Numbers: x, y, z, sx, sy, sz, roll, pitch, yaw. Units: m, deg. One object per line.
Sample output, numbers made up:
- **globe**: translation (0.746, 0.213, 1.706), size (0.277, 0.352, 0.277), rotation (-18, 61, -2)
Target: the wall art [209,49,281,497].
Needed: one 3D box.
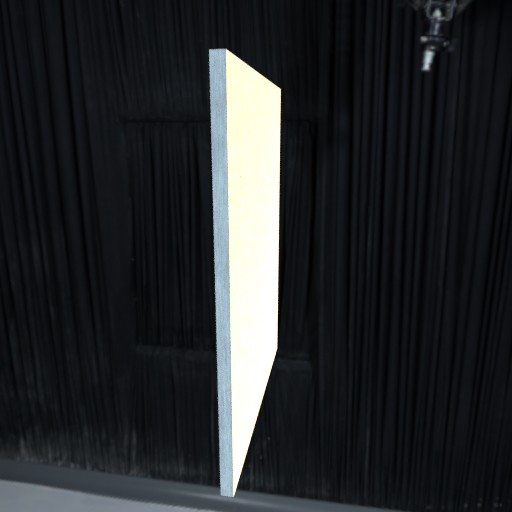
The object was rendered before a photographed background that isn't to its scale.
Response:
- **wall art**: translation (0.000, 0.000, 0.807), size (0.020, 0.613, 0.481), rotation (3, 16, 10)
